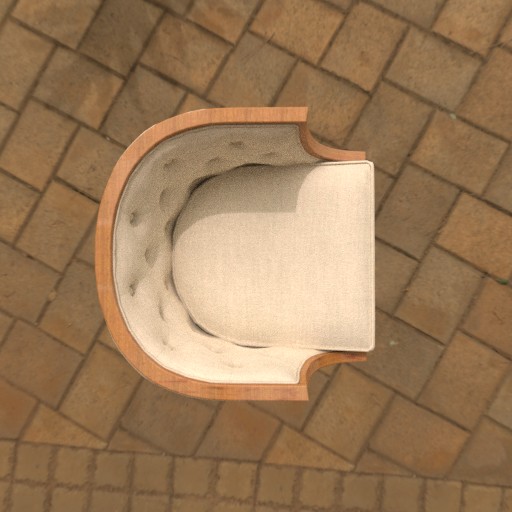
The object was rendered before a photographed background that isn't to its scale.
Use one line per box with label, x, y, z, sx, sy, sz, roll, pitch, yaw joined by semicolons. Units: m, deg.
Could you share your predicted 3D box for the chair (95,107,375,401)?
chair;0.000;0.000;1.411;0.757;0.775;0.711;0;89;1
